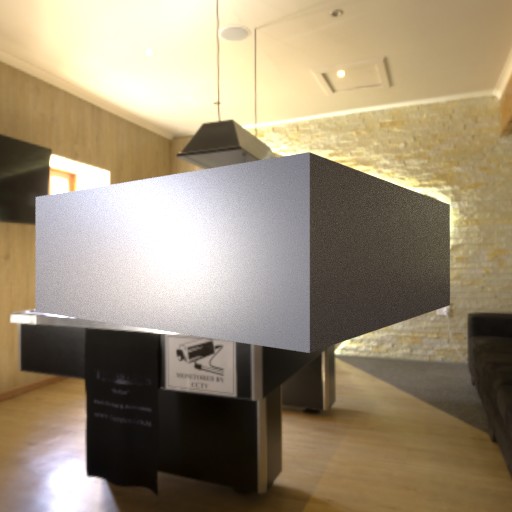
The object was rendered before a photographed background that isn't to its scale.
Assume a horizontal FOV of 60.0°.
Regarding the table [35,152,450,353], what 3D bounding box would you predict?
[{"bbox_3d":[0.000,0.000,1.204,0.801,0.299,0.801,0,0,37],"label":"table"}]
